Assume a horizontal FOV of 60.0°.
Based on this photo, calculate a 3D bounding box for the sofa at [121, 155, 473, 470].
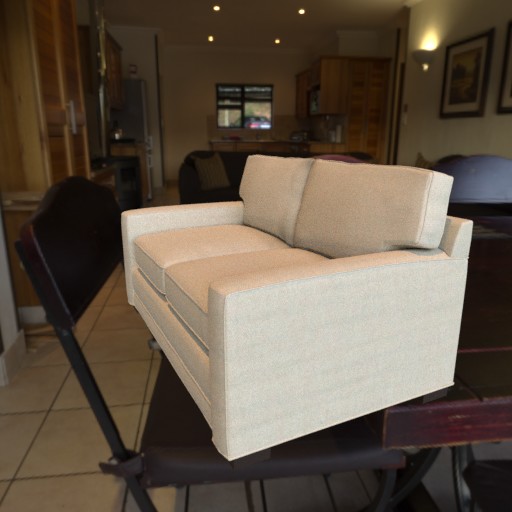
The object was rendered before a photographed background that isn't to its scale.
[{"bbox_3d":[0.000,0.000,2.011,0.942,0.853,1.484,-7,17,-25],"label":"sofa"}]
